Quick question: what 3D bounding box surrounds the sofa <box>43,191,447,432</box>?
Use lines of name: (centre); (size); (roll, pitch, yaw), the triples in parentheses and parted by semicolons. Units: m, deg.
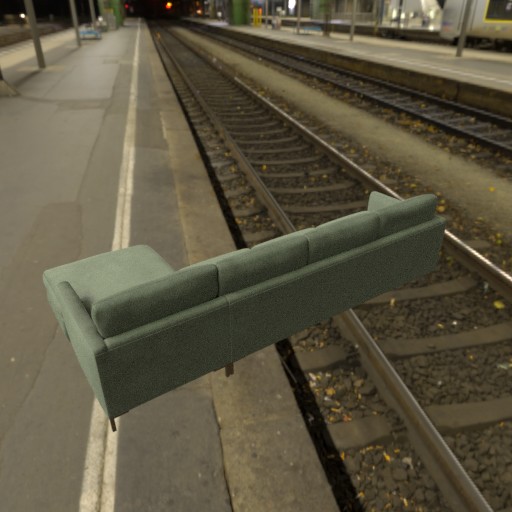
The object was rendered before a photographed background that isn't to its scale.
sofa: (0.000, 0.000, 3.248); (2.725, 0.756, 1.255); (-18, 34, -29)
